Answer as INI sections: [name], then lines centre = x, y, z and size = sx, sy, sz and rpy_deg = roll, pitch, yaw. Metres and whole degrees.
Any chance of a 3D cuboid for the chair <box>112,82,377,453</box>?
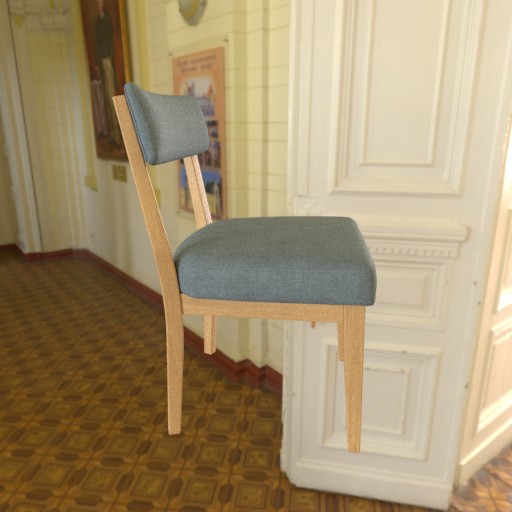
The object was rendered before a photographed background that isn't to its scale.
[chair]
centre = 0.000, 0.000, 1.178
size = 0.572, 0.832, 0.508
rpy_deg = 2, 17, 7
